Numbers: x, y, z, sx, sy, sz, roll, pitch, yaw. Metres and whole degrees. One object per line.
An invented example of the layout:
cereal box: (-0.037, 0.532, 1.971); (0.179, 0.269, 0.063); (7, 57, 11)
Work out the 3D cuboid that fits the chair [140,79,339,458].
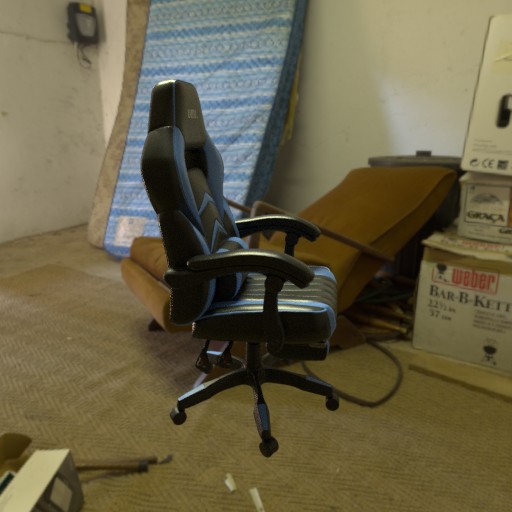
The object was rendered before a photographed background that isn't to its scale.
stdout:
chair: (0.000, 0.000, 1.722); (0.700, 1.280, 0.700); (3, 16, 9)
